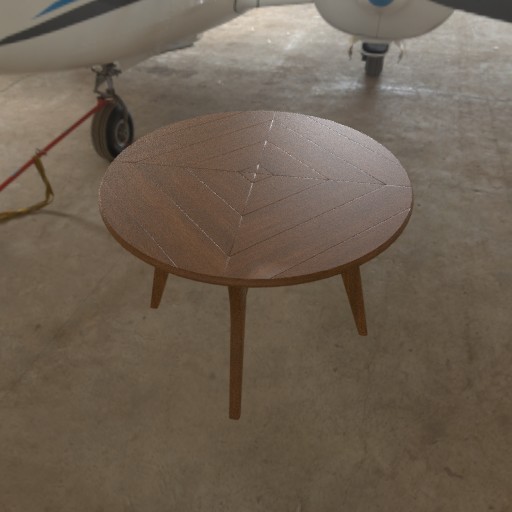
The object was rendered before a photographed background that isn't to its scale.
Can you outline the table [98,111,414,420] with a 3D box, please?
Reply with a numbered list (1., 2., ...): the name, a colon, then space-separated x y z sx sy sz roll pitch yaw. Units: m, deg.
1. table: 0.000 0.000 1.774 1.055 0.757 1.055 0 41 0
